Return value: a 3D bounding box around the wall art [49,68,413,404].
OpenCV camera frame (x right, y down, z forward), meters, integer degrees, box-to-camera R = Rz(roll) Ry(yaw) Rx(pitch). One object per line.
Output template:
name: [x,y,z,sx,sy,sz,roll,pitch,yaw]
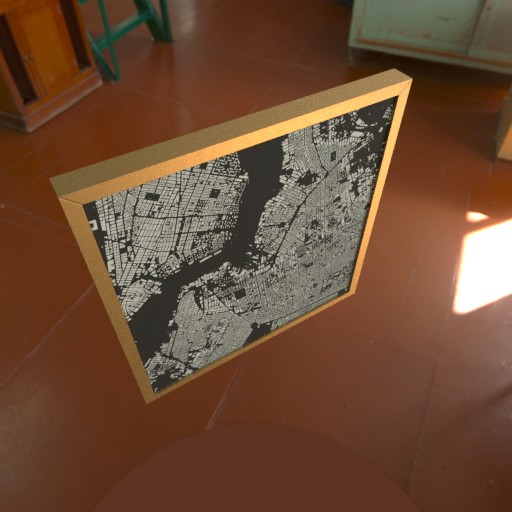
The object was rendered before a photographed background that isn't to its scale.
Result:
wall art: [0.000,0.000,1.899,1.284,1.284,0.095,-24,52,-21]
